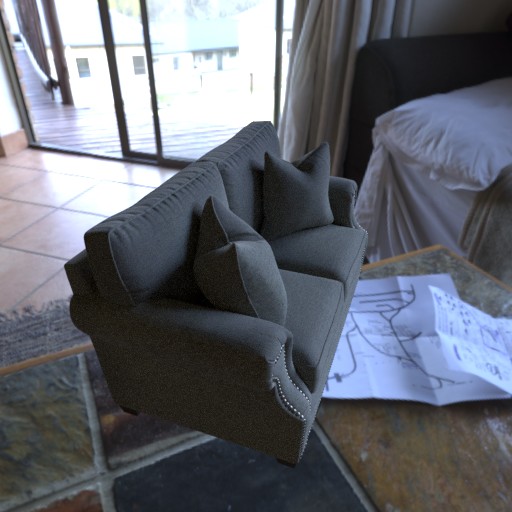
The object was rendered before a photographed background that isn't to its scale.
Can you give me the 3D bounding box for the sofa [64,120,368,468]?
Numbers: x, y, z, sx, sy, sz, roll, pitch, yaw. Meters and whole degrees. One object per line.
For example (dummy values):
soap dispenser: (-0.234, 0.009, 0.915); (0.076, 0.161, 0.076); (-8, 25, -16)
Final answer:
sofa: (0.000, 0.000, 2.256); (0.966, 0.966, 1.701); (11, 33, 17)
